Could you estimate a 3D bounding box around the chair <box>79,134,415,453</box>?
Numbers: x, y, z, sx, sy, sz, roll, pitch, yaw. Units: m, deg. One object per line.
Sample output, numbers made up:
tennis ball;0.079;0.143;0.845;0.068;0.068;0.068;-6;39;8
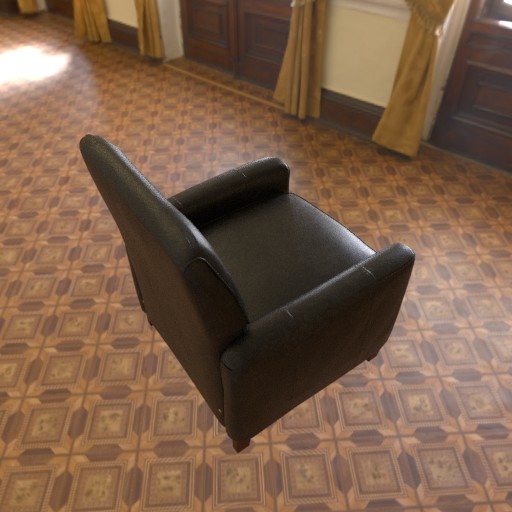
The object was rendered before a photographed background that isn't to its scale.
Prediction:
chair;0.000;0.000;1.628;0.864;1.014;0.848;-26;48;-25
